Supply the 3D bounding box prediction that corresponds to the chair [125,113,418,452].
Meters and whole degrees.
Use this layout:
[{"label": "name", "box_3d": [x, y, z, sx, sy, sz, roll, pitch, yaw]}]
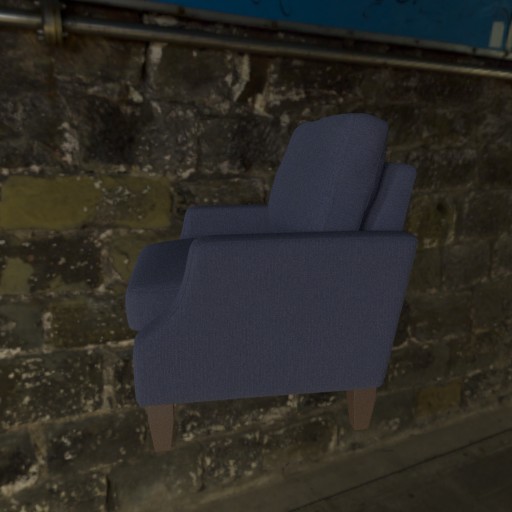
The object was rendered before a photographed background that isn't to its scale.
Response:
[{"label": "chair", "box_3d": [0.000, 0.000, 1.649, 0.897, 0.991, 0.855, -2, 13, -10]}]
